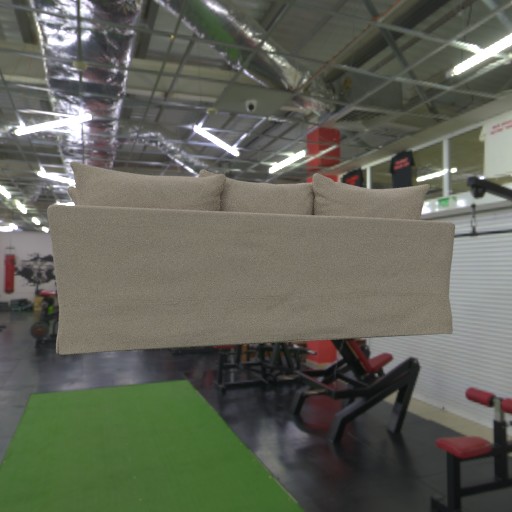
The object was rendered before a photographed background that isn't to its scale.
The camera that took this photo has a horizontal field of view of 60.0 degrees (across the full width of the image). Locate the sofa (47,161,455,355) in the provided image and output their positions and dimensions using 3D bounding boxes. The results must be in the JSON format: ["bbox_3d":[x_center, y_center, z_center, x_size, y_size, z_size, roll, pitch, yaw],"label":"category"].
[{"bbox_3d":[0.000,0.000,3.026,2.499,1.047,1.046,1,-2,-18],"label":"sofa"}]
